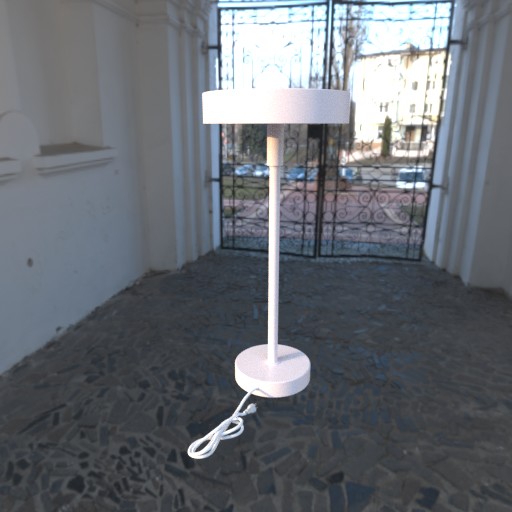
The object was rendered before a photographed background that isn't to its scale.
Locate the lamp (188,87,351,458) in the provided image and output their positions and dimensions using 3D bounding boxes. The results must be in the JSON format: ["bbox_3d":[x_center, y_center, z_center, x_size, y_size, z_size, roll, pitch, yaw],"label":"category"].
[{"bbox_3d":[0.000,0.000,0.701,0.229,0.508,0.369,8,18,25],"label":"lamp"}]
